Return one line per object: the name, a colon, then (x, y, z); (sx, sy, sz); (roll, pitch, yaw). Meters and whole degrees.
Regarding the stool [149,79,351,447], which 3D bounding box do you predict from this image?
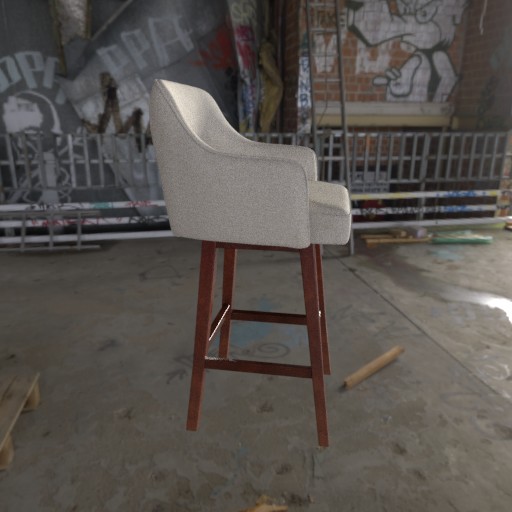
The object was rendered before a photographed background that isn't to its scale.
stool: (0.000, 0.000, 1.405); (0.560, 1.041, 0.550); (3, 17, 9)
